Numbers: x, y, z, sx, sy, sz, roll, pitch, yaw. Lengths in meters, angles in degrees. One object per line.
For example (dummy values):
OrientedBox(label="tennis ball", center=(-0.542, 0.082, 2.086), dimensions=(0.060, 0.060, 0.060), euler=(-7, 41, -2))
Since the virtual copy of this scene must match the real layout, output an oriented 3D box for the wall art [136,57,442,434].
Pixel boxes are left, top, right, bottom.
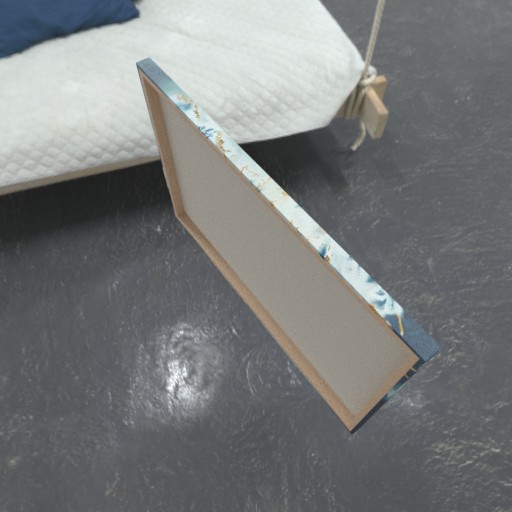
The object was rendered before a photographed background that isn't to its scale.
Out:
OrientedBox(label="wall art", center=(0.000, 0.000, 1.130), dimensions=(0.038, 0.608, 0.912), euler=(-32, 64, -18))
